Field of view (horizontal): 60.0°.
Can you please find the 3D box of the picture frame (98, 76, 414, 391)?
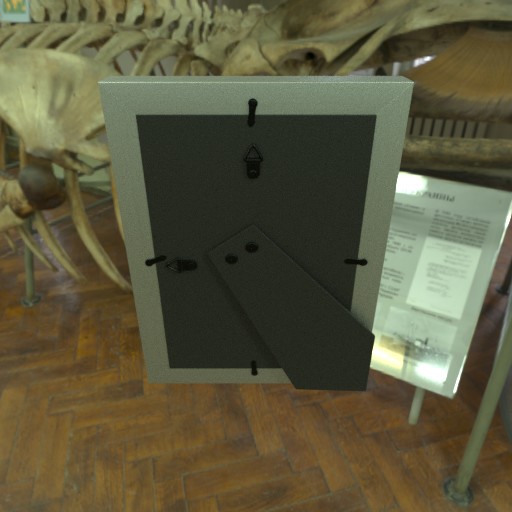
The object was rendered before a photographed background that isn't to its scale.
[{"bbox_3d":[0.000,0.000,0.278,0.157,0.208,0.028,0,30,0],"label":"picture frame"}]
